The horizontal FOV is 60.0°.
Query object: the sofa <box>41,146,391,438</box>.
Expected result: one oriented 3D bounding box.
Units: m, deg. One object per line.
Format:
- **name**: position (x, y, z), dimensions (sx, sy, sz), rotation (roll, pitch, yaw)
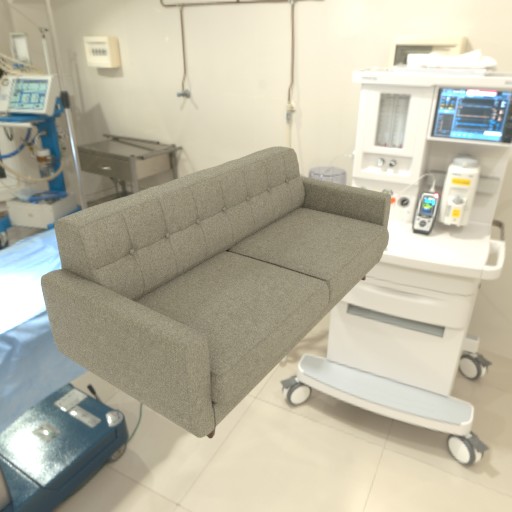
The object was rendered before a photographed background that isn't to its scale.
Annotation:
- **sofa**: position (0.000, 0.000, 2.570), dimensions (0.968, 0.873, 2.055), rotation (17, 31, 31)
